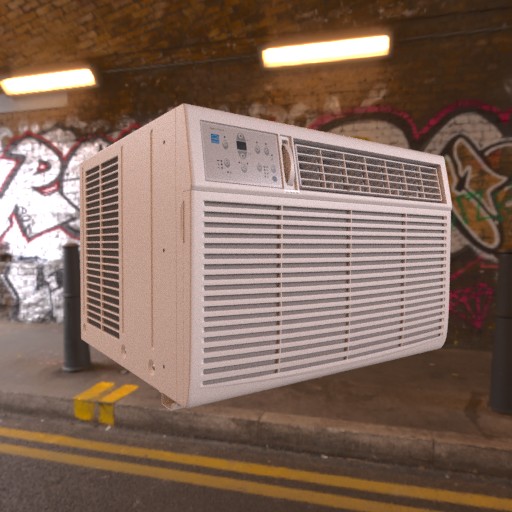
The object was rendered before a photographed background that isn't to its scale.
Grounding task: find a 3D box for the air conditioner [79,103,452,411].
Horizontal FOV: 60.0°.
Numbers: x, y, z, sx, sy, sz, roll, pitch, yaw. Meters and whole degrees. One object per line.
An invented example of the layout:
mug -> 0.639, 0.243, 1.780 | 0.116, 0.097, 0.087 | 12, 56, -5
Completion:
air conditioner -> 0.000, 0.000, 1.038 | 0.645, 0.455, 0.599 | -1, 2, -36
